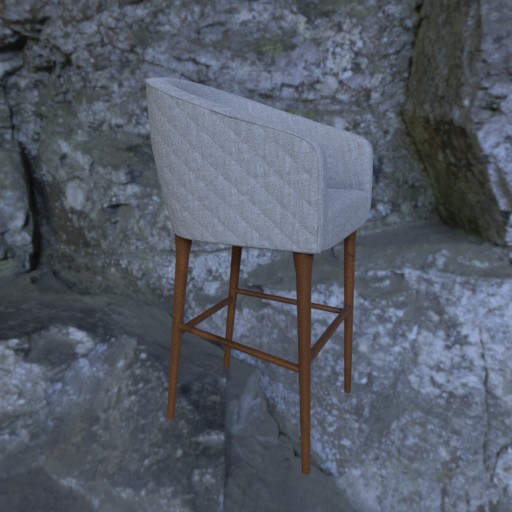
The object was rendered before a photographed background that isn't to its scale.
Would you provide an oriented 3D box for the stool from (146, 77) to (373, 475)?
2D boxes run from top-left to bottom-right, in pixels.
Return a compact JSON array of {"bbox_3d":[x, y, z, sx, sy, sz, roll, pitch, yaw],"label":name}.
[{"bbox_3d":[0.000,0.000,1.406,0.607,1.078,0.559,7,16,25],"label":"stool"}]
